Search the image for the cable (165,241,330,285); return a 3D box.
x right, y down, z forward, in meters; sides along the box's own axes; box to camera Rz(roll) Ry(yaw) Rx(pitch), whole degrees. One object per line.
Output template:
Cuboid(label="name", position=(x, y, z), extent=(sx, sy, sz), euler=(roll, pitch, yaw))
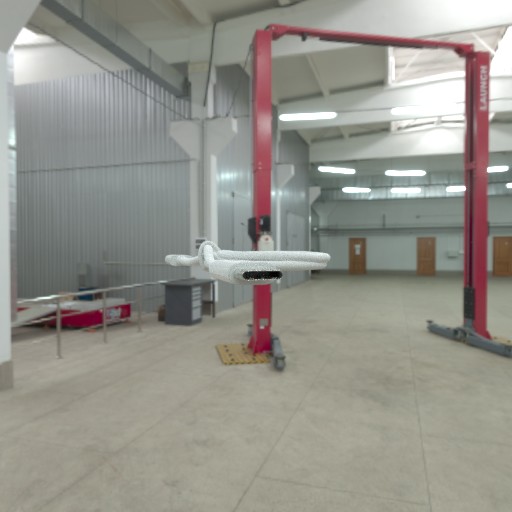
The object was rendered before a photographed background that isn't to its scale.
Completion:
Cuboid(label="cable", position=(0.000, 0.000, 0.211), extent=(0.070, 0.014, 0.186), euler=(0, 1, -18))
